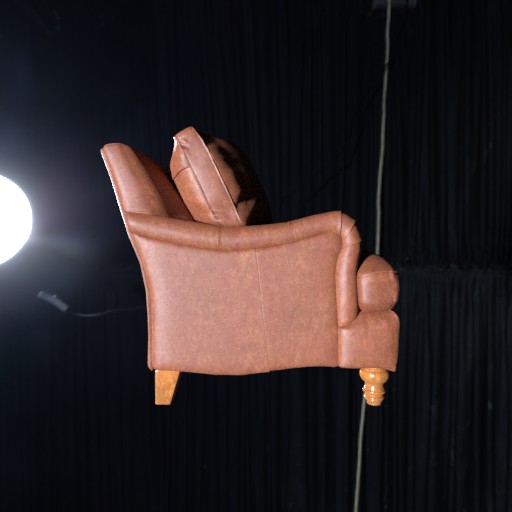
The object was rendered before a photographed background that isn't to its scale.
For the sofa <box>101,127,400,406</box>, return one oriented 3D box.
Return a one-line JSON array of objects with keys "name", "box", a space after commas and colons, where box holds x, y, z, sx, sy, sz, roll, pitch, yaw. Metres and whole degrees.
[{"name": "sofa", "box": [0.000, 0.000, 2.678, 1.147, 1.071, 2.144, 0, 2, 1]}]
